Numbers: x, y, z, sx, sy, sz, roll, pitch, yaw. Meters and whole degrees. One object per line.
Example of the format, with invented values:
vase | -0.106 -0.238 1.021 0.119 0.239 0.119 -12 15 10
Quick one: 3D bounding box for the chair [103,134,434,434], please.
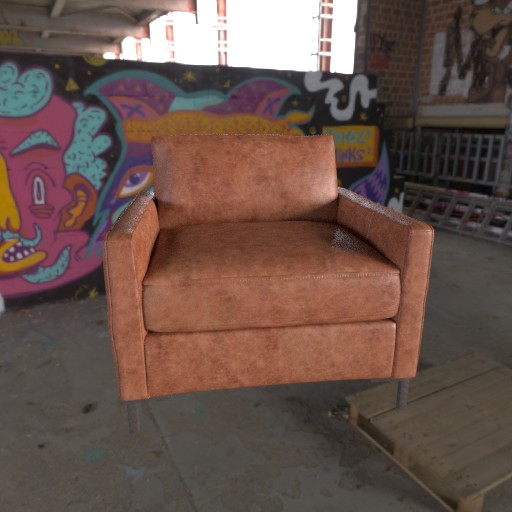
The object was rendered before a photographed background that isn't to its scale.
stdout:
chair | 0.000 0.000 1.660 0.967 0.869 0.862 -2 17 -8
